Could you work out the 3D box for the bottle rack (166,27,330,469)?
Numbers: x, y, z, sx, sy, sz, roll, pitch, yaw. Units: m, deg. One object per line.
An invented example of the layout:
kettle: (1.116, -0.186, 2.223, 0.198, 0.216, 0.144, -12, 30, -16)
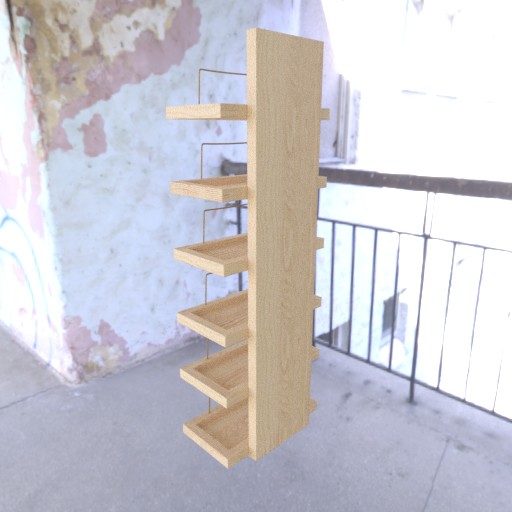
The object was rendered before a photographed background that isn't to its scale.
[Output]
bottle rack: (0.000, 0.000, 1.070, 0.330, 0.943, 0.206, -15, 22, -42)
